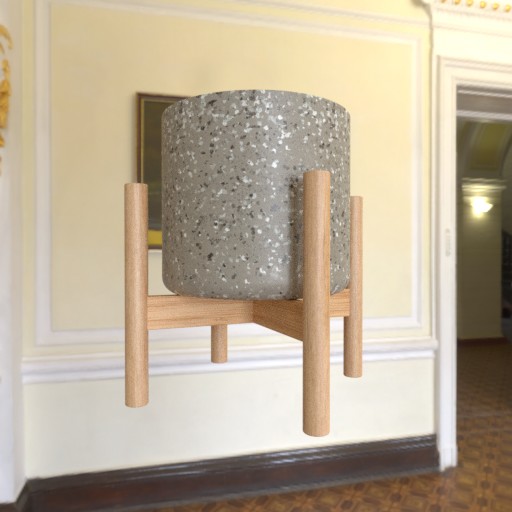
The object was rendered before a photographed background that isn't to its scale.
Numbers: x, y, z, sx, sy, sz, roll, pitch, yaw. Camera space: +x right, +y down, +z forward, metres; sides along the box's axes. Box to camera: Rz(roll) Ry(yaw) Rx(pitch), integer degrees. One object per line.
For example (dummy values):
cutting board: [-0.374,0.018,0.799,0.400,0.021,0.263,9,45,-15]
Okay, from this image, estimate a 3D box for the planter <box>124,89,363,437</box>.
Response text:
planter: [0.000,0.000,0.535,0.284,0.320,0.284,0,1,-1]
